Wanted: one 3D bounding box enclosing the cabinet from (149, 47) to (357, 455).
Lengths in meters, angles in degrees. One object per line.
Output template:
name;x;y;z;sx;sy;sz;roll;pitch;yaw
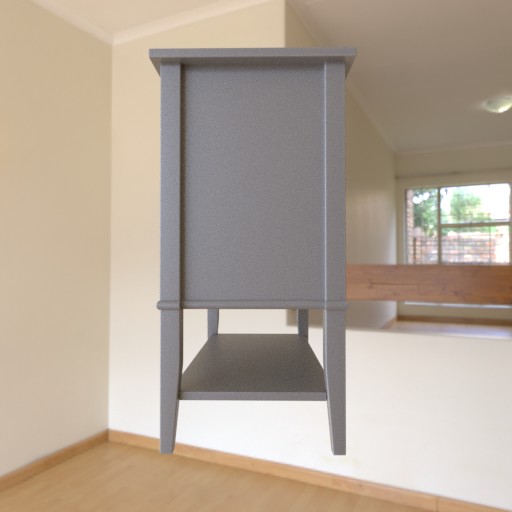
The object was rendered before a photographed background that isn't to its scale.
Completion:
cabinet;0.000;0.000;1.237;0.396;0.780;0.801;0;-1;1
